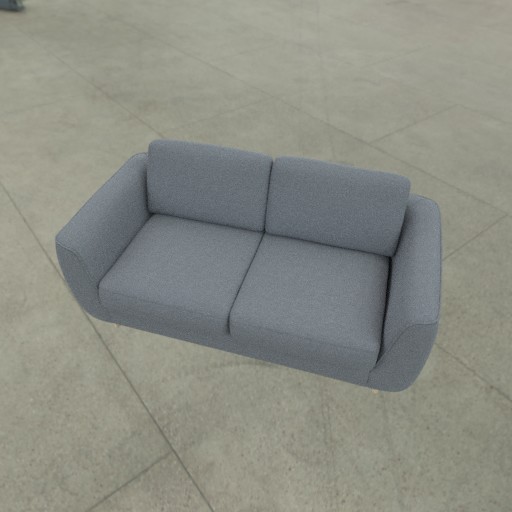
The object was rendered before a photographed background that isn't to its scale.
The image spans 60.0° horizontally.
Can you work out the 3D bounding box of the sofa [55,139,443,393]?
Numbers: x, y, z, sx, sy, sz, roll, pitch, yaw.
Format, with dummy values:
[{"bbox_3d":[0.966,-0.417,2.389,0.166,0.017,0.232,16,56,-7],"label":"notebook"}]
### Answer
[{"bbox_3d":[0.000,0.000,2.220,1.700,0.850,0.920,11,43,12],"label":"sofa"}]
